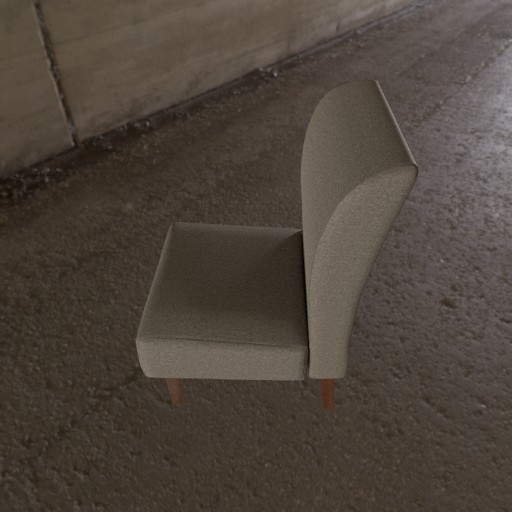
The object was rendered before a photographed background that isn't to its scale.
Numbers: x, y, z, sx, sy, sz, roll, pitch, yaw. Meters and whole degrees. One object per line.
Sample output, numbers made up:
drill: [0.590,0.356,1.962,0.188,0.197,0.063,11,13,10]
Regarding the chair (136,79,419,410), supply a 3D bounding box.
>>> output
chair: [0.000,0.000,1.197,0.592,0.804,0.513,1,41,1]
